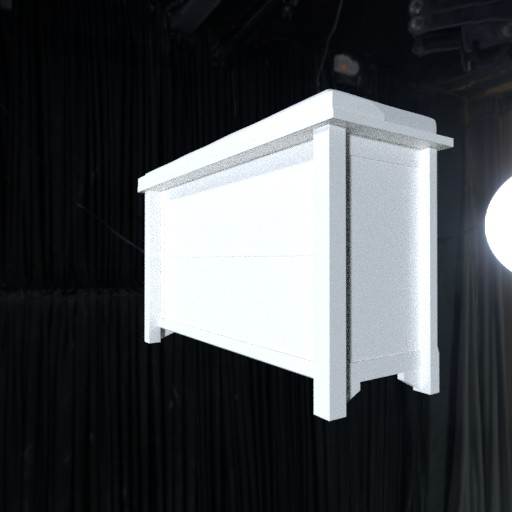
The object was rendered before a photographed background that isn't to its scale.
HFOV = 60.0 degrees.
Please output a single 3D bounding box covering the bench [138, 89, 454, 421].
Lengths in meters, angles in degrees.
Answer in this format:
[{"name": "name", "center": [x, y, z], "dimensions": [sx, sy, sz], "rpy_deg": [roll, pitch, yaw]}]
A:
[{"name": "bench", "center": [0.000, 0.000, 1.250], "dimensions": [0.346, 0.589, 0.987], "rpy_deg": [0, -1, -34]}]
